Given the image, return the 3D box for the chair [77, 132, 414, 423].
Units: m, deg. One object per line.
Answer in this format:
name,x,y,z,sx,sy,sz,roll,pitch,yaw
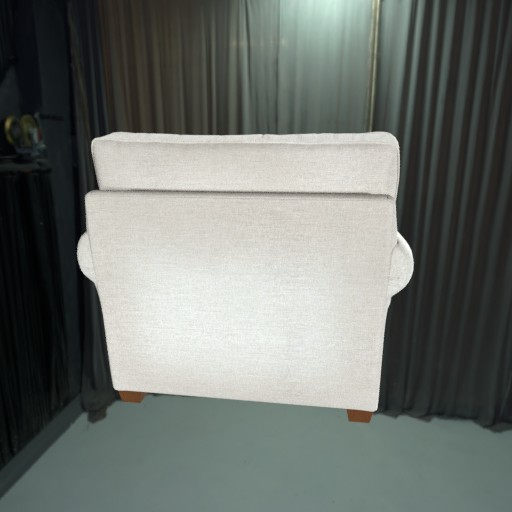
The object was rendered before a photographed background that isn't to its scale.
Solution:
chair,0.000,0.000,1.802,1.092,0.961,0.965,2,14,8
